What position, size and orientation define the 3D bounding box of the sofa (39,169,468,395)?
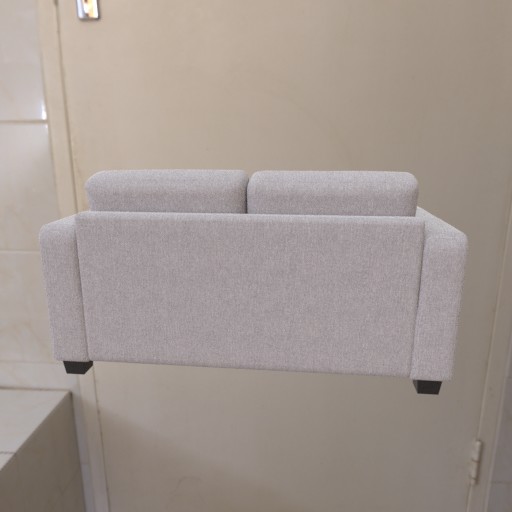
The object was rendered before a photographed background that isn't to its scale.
[{"bbox_3d":[0.000,0.000,2.008,1.540,0.800,0.900,2,15,6],"label":"sofa"}]
